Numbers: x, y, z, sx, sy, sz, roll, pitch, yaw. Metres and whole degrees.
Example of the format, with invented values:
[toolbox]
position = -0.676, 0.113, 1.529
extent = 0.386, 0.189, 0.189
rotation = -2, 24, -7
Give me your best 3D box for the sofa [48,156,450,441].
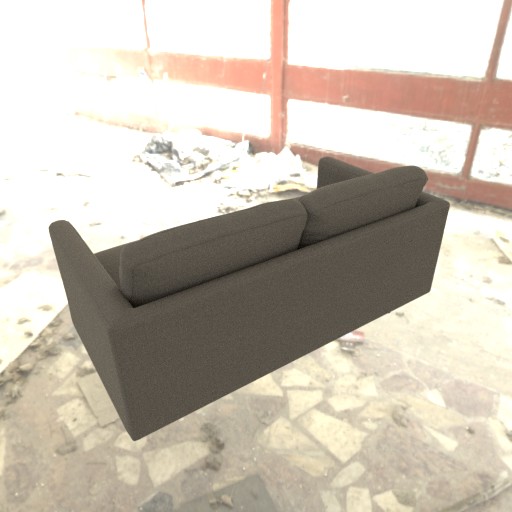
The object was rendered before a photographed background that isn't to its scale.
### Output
[sofa]
position = 0.000, 0.000, 2.218
extent = 1.713, 0.866, 0.940
rotation = -19, 35, -29
